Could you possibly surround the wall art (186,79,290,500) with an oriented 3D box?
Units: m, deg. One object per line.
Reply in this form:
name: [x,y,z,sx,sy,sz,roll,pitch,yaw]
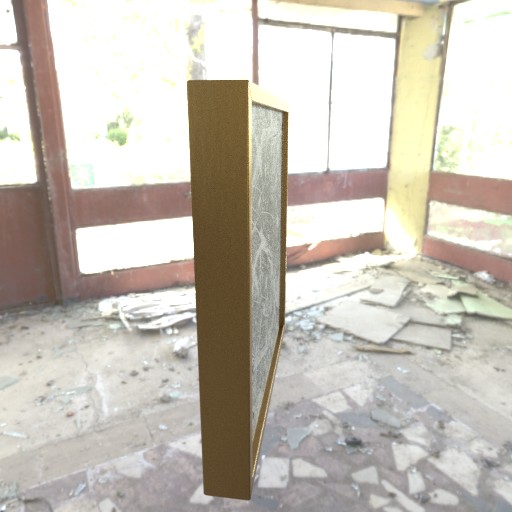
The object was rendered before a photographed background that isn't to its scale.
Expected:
wall art: [0.000,0.000,0.446,0.037,0.305,0.305,2,17,8]
